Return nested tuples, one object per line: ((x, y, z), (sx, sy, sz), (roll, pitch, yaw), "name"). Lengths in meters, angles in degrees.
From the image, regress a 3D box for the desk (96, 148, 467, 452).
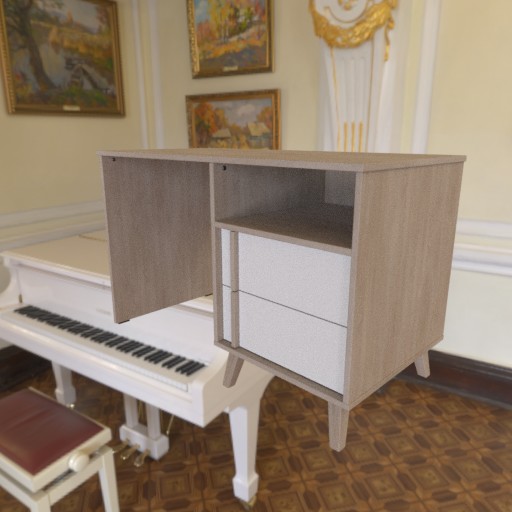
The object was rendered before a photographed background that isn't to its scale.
((0.000, 0.000, 1.696), (1.251, 0.770, 0.600), (15, 21, 43), "desk")
